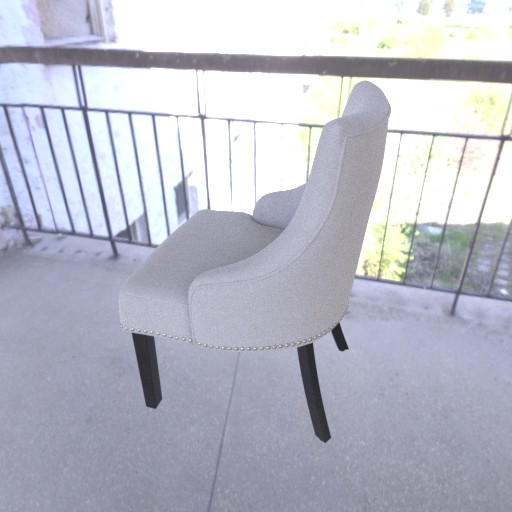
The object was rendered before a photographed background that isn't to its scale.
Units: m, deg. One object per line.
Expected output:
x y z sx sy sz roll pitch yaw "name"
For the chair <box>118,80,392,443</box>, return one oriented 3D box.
0.000 0.000 1.279 0.629 0.909 0.566 9 31 15 "chair"
